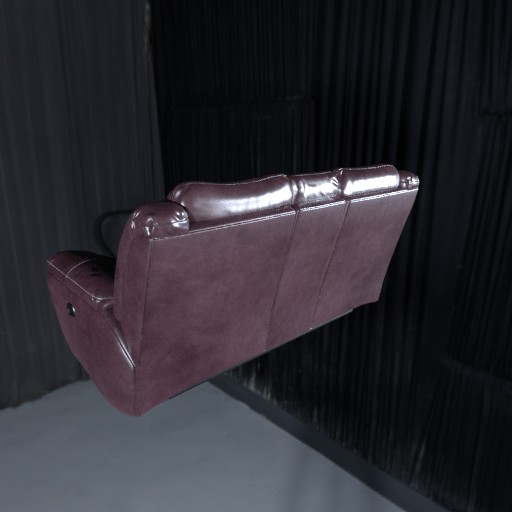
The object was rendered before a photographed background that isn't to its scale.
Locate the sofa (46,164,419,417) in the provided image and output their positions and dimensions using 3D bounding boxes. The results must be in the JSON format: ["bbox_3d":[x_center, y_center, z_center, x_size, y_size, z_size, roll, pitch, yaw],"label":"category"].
[{"bbox_3d":[0.000,0.000,2.583,2.058,1.043,0.991,-15,22,-42],"label":"sofa"}]
